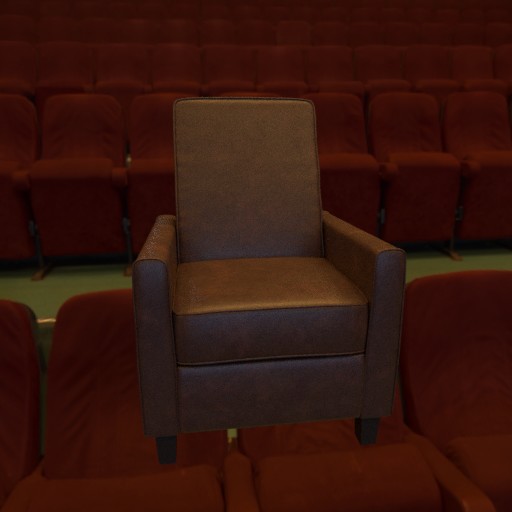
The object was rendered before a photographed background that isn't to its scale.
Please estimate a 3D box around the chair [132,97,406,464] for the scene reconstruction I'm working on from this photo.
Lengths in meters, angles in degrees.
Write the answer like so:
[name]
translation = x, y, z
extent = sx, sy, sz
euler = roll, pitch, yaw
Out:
[chair]
translation = 0.000, 0.000, 1.455
extent = 0.705, 1.013, 0.746
euler = -2, 17, -7
